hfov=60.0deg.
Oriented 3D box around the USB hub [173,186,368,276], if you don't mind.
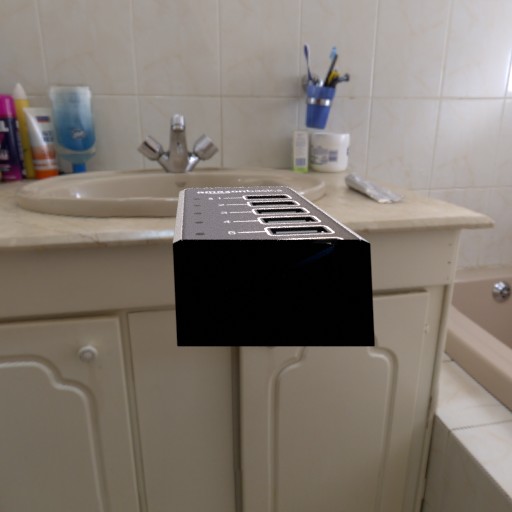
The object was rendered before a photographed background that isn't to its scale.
[{"bbox_3d":[0.000,0.000,0.126,0.044,0.023,0.110,-2,18,-8],"label":"USB hub"}]
